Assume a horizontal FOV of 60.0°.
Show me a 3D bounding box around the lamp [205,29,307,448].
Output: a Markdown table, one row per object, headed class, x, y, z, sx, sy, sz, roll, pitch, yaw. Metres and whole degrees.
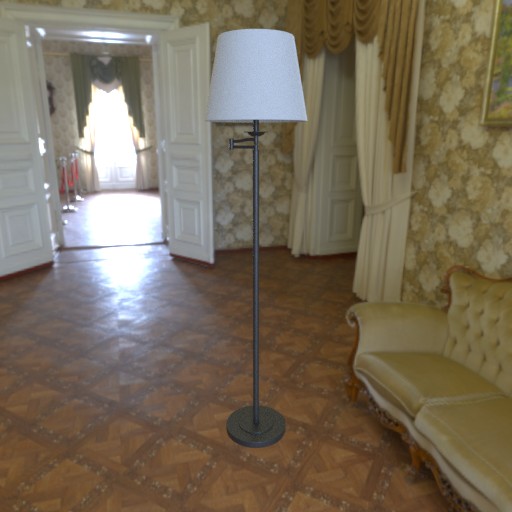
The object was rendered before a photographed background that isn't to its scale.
| class | x | y | z | sx | sy | sz | roll | pitch | yaw |
| --- | --- | --- | --- | --- | --- | --- | --- | --- | --- |
| lamp | 0.000 | 0.000 | 1.636 | 0.348 | 1.473 | 0.348 | 8 | 17 | 26 |
